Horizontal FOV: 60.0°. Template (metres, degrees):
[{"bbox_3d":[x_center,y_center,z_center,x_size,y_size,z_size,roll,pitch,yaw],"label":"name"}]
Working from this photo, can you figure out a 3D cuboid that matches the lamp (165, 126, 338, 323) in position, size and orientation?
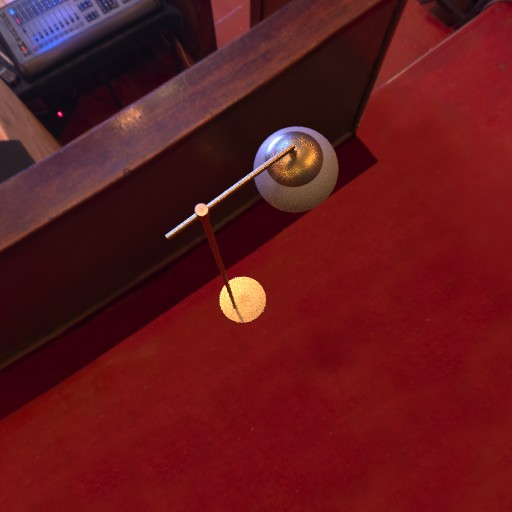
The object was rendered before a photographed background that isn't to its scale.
[{"bbox_3d":[0.000,0.000,1.679,0.476,1.505,0.249,-38,79,-9],"label":"lamp"}]
